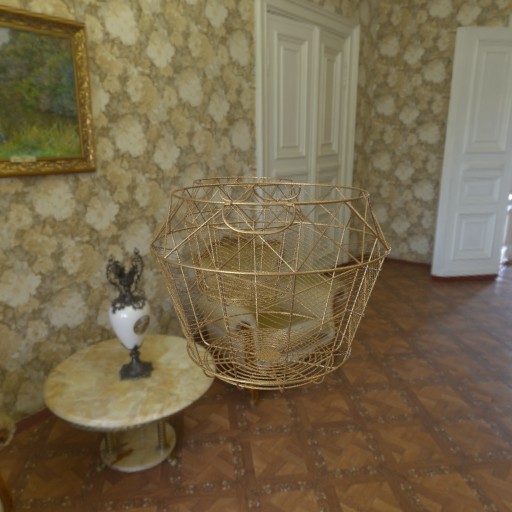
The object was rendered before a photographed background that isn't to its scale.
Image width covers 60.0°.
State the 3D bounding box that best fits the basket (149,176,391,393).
[{"bbox_3d":[0.000,0.000,1.045,0.451,0.343,0.805,-2,14,-8],"label":"basket"}]
